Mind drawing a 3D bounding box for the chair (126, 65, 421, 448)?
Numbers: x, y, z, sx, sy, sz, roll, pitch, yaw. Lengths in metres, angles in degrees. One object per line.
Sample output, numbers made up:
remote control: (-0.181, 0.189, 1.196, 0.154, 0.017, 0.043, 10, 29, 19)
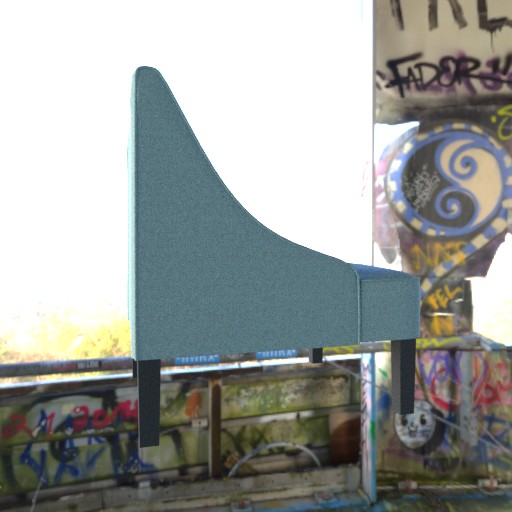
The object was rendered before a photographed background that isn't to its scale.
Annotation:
chair: (0.000, 0.000, 1.844, 1.025, 1.133, 0.857, 0, 1, -17)
